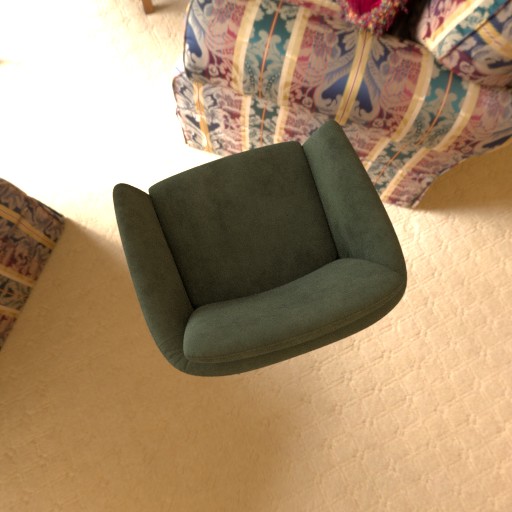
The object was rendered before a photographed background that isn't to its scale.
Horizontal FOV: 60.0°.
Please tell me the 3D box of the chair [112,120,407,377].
[{"bbox_3d":[0.000,0.000,1.324,0.641,0.908,0.635,-19,76,-5],"label":"chair"}]
